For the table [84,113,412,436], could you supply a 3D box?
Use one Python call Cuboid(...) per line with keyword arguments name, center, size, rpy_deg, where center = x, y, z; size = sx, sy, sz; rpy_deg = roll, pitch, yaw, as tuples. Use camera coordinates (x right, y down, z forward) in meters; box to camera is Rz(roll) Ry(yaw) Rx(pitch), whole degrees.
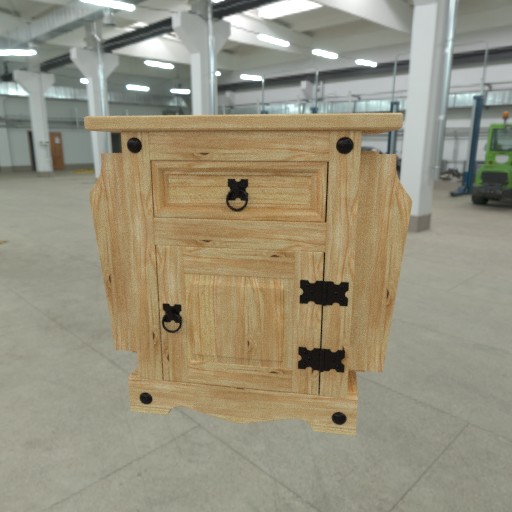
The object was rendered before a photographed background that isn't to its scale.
Cuboid(name="table", center=(0.000, 0.000, 0.882), size=(0.530, 0.515, 0.380), rpy_deg=(3, 14, 10))
